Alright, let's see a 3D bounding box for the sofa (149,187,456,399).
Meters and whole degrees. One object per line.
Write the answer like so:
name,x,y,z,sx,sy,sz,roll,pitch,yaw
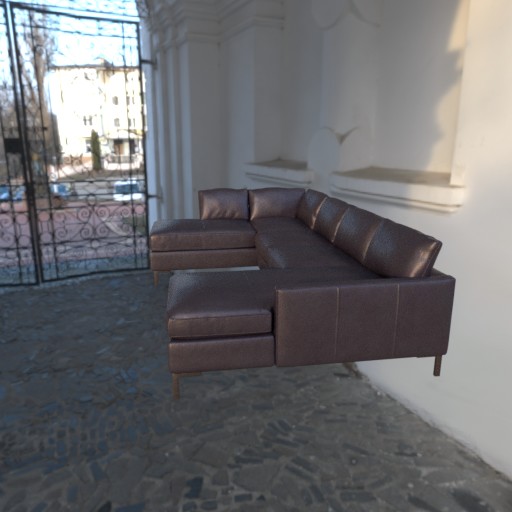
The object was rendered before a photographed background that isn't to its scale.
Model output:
sofa,0.000,0.000,3.909,1.939,0.900,2.956,-2,15,-9
